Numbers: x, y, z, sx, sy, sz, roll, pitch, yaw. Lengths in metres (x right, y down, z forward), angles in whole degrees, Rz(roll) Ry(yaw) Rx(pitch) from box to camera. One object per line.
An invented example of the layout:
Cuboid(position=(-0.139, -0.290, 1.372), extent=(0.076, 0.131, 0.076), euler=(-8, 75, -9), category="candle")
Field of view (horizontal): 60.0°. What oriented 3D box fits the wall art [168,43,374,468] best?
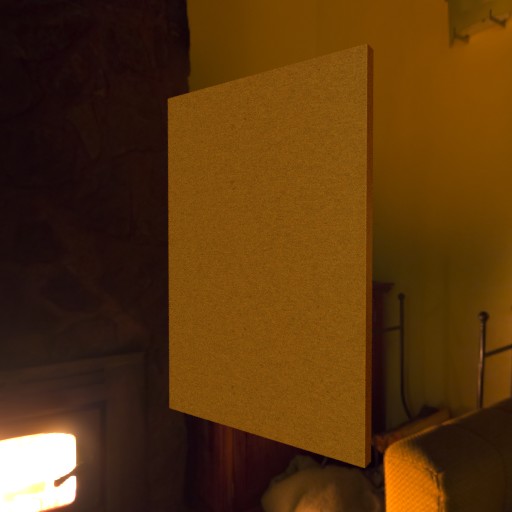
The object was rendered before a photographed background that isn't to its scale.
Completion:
Cuboid(position=(0.000, 0.000, 1.146), extent=(0.610, 0.914, 0.037), euler=(1, 2, 36), category="wall art")
